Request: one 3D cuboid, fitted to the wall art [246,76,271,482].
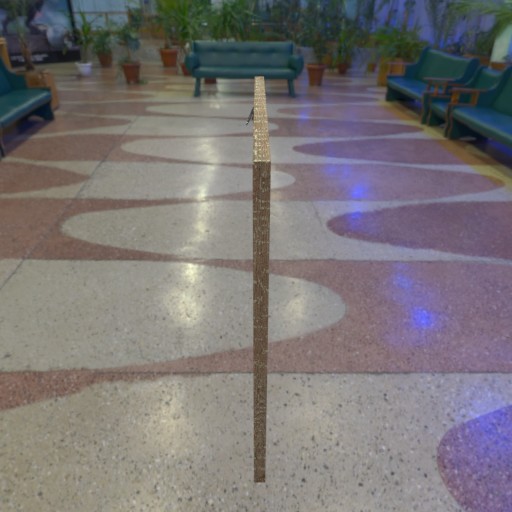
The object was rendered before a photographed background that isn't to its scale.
[{"bbox_3d":[0.000,0.000,0.576,0.022,0.380,0.380,0,31,0],"label":"wall art"}]
